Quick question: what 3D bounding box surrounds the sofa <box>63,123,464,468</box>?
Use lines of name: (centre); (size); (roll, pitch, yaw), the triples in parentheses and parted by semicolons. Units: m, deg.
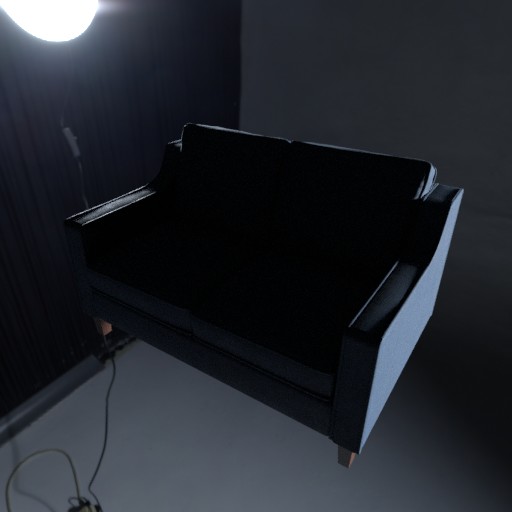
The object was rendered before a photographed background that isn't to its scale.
sofa: (0.000, 0.000, 2.075); (1.501, 0.971, 0.987); (18, 35, 28)
